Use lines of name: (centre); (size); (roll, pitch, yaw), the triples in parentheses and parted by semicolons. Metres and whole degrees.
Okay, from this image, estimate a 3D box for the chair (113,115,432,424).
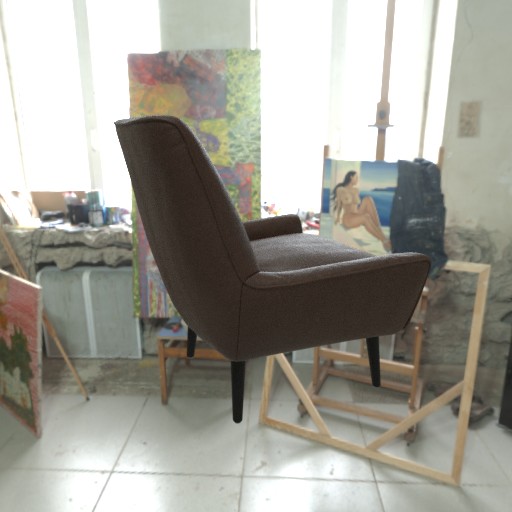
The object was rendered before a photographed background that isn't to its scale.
chair: (0.000, 0.000, 1.485); (0.824, 0.888, 0.787); (-8, 18, -26)
